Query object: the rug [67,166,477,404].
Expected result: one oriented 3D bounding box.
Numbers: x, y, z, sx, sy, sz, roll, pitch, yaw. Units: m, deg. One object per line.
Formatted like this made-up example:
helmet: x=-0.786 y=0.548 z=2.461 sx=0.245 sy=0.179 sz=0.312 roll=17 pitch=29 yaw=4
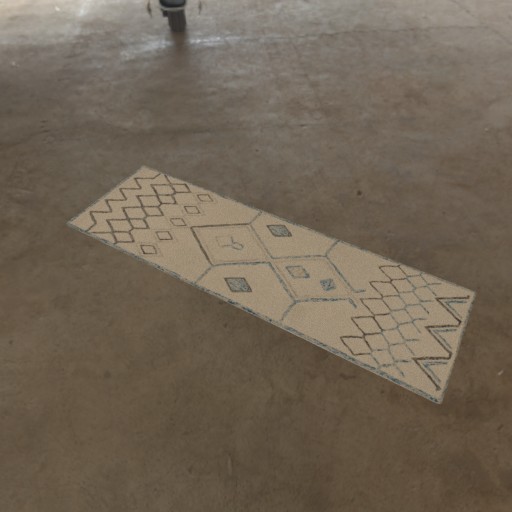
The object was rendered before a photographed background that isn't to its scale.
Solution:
rug: x=0.000 y=0.000 z=2.698 sx=2.434 sy=0.013 sz=0.770 roll=23 pitch=50 yaw=21
